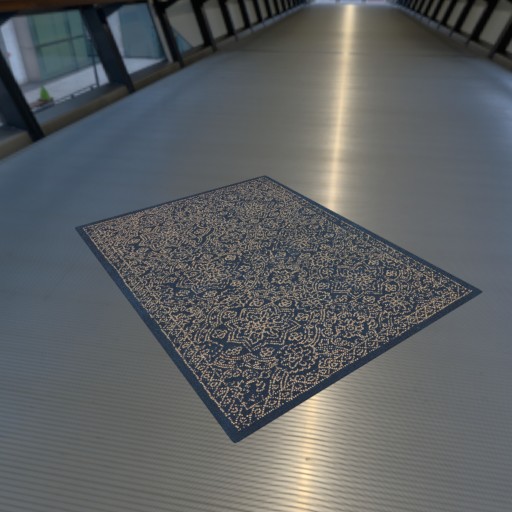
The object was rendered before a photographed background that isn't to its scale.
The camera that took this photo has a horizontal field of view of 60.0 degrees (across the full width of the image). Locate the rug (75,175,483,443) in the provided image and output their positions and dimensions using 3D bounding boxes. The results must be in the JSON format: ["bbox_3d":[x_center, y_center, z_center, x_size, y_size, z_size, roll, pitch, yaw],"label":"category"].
[{"bbox_3d":[0.000,0.000,4.108,2.438,0.010,3.048,-21,38,-29],"label":"rug"}]
